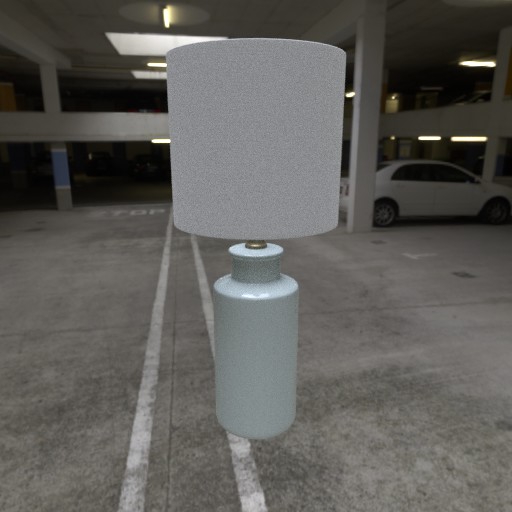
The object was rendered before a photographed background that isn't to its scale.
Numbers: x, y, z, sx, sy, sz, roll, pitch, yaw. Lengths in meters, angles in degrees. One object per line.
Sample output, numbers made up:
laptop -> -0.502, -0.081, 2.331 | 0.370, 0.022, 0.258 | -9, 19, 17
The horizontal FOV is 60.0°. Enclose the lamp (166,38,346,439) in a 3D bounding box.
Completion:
lamp -> 0.000, 0.000, 0.594 | 0.212, 0.493, 0.212 | -3, 15, -10
